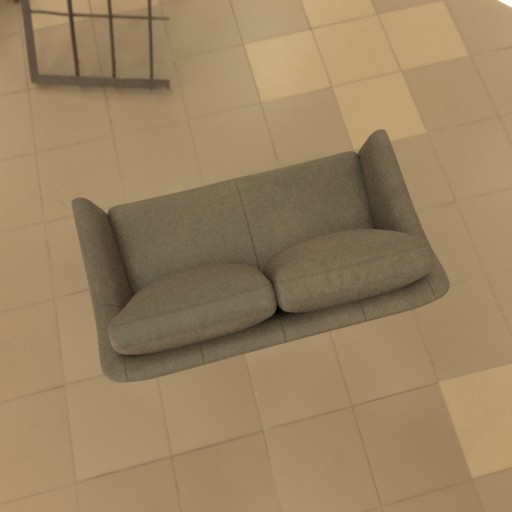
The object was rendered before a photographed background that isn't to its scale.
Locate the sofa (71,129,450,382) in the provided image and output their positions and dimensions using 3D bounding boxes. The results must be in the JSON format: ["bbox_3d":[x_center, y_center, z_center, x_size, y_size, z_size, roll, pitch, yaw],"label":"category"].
[{"bbox_3d":[0.000,0.000,2.213,1.619,0.902,0.960,-14,73,-4],"label":"sofa"}]
